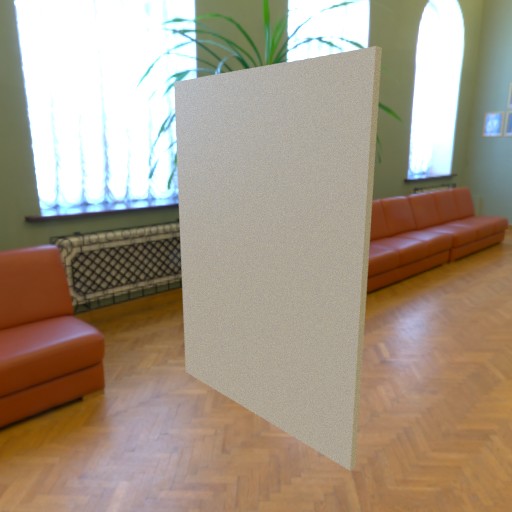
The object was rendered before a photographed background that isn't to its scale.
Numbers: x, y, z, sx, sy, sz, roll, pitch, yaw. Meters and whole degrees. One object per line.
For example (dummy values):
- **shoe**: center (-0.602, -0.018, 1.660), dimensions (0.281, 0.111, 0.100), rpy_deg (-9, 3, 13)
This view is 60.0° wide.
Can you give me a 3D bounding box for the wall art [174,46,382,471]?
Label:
- **wall art**: center (0.000, 0.000, 0.675), dimensions (0.013, 0.533, 0.381), rpy_deg (-13, 19, -43)
